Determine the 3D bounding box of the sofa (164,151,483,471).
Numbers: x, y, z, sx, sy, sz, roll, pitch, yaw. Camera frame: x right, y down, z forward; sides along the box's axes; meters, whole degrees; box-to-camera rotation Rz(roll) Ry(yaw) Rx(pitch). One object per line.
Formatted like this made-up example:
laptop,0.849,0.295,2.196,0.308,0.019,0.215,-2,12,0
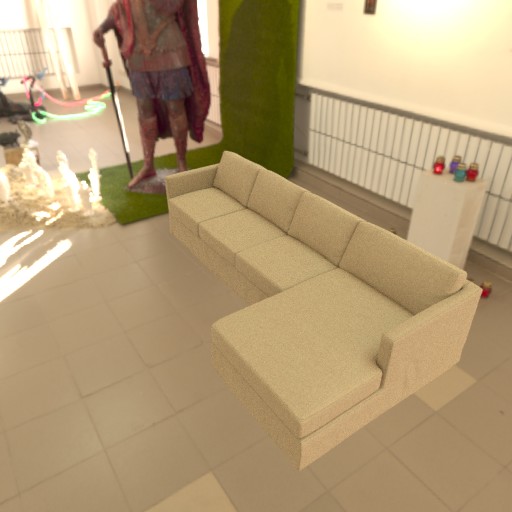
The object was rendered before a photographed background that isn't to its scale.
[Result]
sofa,0.000,0.000,3.878,1.622,0.867,3.177,-20,37,-29
